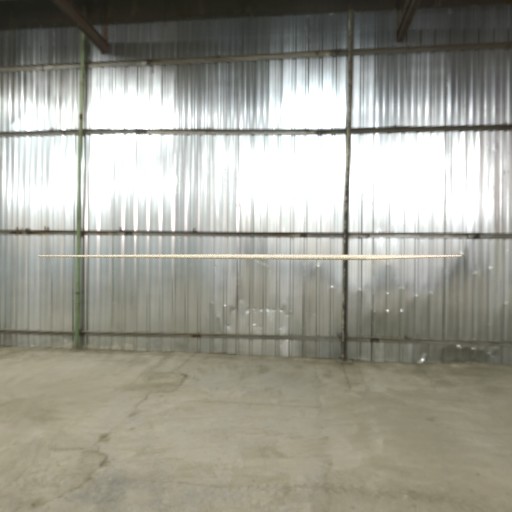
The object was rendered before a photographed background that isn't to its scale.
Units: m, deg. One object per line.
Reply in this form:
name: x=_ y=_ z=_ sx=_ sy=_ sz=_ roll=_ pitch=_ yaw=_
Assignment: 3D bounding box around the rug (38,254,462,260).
rug: x=0.000 y=0.000 z=4.069 sx=3.050 sy=0.015 sz=2.441 roll=0 pitch=1 yaw=35
